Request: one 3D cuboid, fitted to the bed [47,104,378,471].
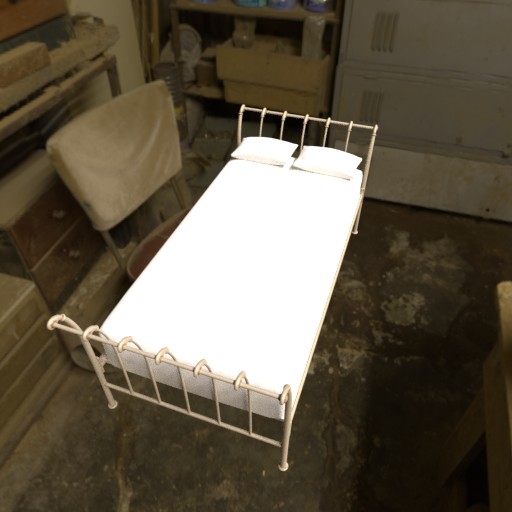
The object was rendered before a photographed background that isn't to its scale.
[{"bbox_3d":[0.000,0.000,2.712,1.032,0.873,2.228,14,44,14],"label":"bed"}]
